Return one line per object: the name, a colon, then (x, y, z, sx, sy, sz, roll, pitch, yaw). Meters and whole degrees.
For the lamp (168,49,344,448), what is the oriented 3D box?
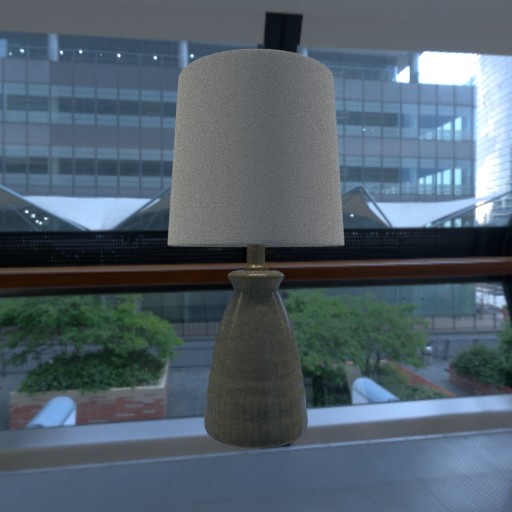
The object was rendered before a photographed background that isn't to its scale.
lamp: (0.000, 0.000, 0.477, 0.186, 0.369, 0.186, 0, 0, 0)
